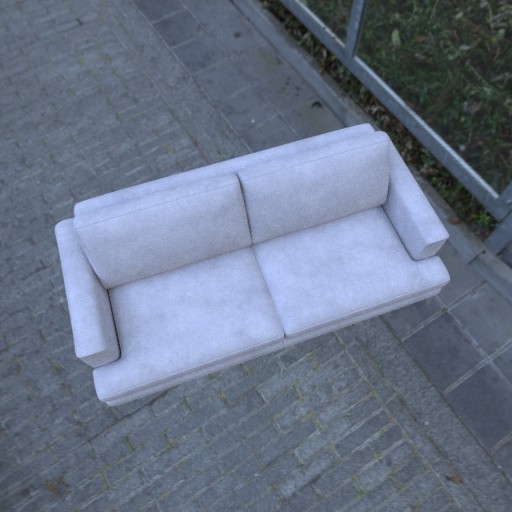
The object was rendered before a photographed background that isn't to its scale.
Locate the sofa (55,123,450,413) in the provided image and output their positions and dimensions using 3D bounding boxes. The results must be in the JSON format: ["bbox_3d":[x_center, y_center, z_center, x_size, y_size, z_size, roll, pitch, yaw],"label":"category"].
[{"bbox_3d":[0.000,0.000,2.488,2.013,0.830,0.980,-17,65,-8],"label":"sofa"}]
